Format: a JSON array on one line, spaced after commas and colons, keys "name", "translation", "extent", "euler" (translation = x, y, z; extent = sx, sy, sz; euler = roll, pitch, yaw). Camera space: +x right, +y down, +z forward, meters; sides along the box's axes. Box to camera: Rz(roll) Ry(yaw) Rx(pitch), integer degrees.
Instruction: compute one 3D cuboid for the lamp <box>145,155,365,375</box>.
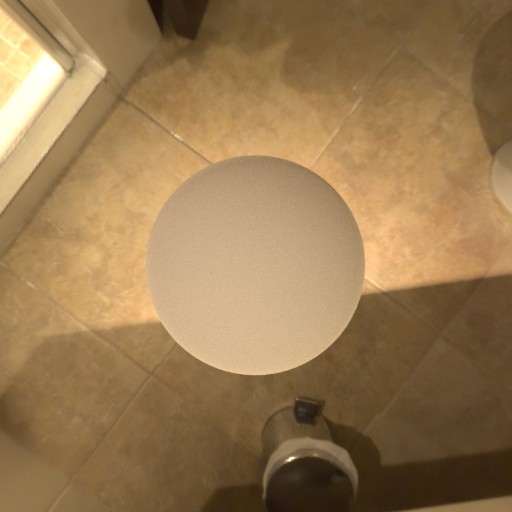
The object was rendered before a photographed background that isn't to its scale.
[{"name": "lamp", "translation": [0.000, 0.000, 0.348], "extent": [0.141, 0.250, 0.152], "euler": [0, 90, 0]}]
